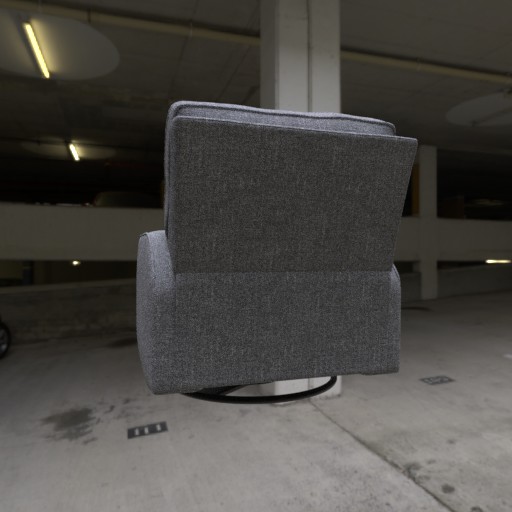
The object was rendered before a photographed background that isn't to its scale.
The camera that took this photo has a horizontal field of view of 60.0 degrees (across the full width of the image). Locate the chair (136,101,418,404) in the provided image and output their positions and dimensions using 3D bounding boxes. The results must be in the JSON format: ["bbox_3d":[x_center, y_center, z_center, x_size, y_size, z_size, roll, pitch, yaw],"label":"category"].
[{"bbox_3d":[0.000,0.000,1.698,0.861,0.962,0.964,0,0,-18],"label":"chair"}]
